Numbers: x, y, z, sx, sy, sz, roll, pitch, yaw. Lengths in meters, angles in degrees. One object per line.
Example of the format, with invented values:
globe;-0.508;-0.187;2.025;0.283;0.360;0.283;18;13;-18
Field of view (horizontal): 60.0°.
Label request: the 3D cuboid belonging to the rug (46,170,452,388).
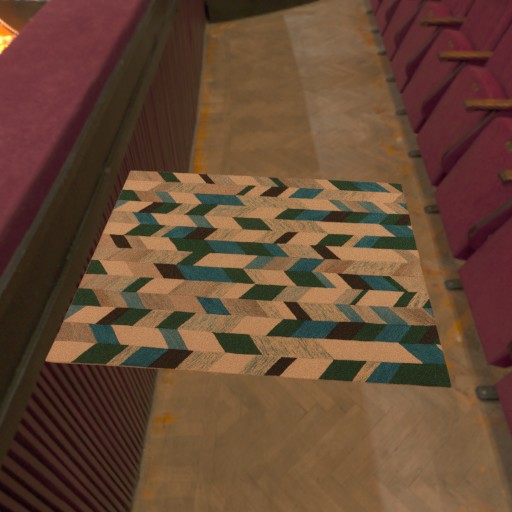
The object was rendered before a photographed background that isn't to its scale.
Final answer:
rug;0.000;0.000;4.119;3.036;0.008;2.440;3;47;3
